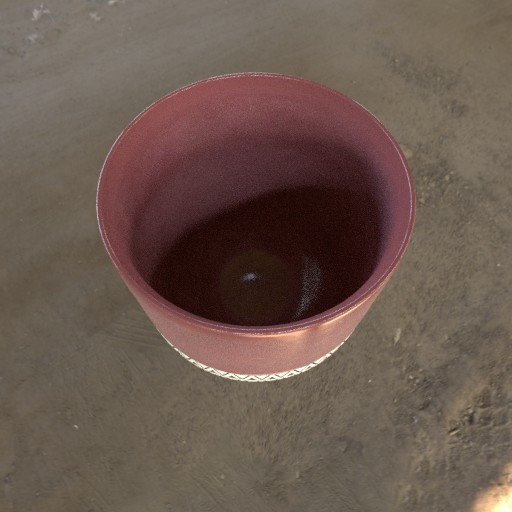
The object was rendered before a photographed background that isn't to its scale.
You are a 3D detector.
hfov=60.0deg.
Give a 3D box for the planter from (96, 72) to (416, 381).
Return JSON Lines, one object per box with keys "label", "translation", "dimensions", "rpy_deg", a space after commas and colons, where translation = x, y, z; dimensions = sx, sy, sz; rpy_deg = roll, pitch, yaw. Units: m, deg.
{"label": "planter", "translation": [0.000, 0.000, 0.491], "dimensions": [0.266, 0.270, 0.266], "rpy_deg": [0, 62, 0]}
